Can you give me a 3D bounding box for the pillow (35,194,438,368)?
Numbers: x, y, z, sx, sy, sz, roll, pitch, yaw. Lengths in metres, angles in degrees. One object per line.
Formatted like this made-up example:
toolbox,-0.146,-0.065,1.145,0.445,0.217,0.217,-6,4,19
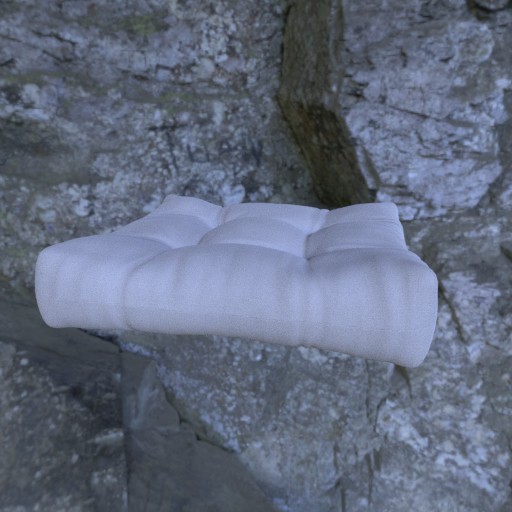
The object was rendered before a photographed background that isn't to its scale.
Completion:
pillow,0.000,0.000,0.717,0.490,0.128,0.468,3,17,11
